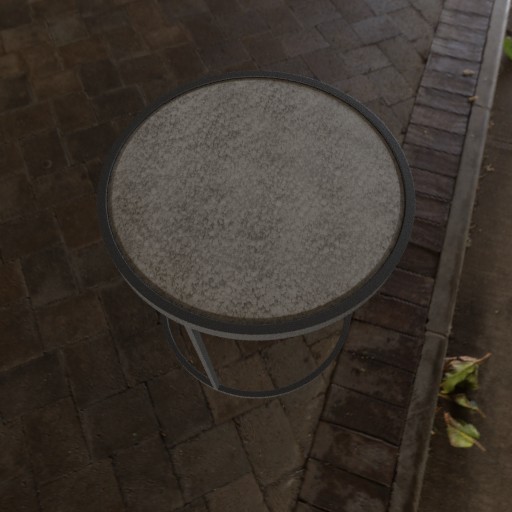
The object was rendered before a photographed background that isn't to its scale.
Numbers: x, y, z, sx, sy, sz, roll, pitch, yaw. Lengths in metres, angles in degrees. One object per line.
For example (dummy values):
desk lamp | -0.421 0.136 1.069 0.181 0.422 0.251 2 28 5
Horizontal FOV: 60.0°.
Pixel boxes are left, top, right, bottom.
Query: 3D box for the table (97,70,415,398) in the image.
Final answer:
table | 0.000 0.000 0.883 0.470 0.498 0.470 0 63 0
